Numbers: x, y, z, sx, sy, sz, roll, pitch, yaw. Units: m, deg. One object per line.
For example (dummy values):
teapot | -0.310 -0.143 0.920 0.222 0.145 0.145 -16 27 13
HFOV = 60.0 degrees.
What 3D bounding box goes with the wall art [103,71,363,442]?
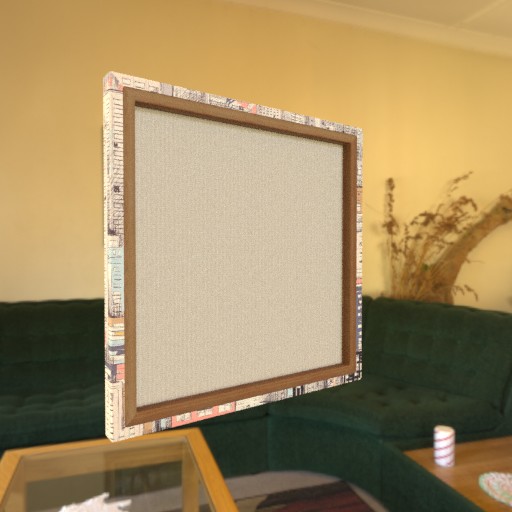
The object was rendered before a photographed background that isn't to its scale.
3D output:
wall art | 0.000 0.000 0.912 0.607 0.608 0.038 -1 1 -35
